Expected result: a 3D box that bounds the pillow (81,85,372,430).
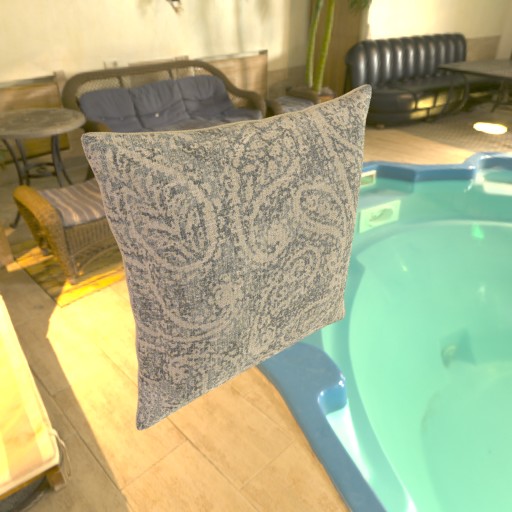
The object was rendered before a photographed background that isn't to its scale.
[{"bbox_3d":[0.000,0.000,0.773,0.523,0.510,0.166,-22,37,-32],"label":"pillow"}]
